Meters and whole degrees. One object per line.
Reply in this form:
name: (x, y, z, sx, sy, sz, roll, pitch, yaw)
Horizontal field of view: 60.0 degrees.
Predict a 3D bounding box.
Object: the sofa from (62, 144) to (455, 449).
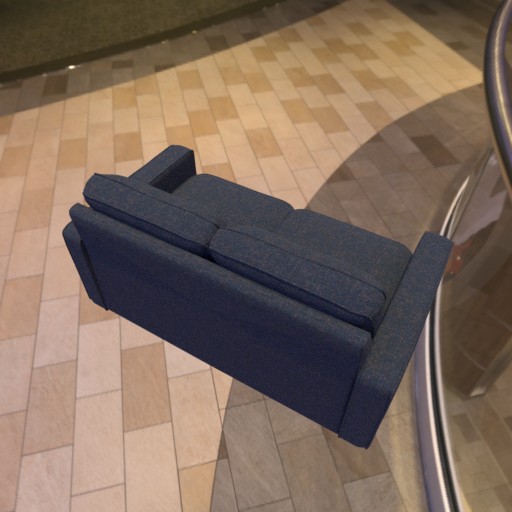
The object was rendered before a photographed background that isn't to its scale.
sofa: (0.000, 0.000, 2.252, 1.709, 0.918, 0.947, 23, 50, 20)
